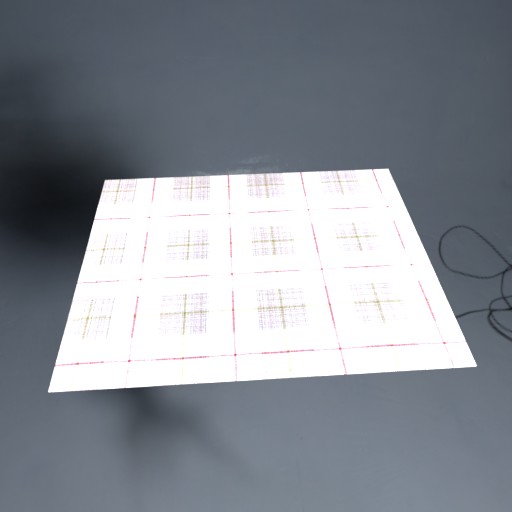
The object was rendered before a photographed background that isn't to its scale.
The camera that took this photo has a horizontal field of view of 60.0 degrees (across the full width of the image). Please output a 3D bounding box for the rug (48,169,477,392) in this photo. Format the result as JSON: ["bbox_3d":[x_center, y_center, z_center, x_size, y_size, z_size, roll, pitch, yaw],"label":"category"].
[{"bbox_3d":[0.000,0.000,3.842,2.959,0.016,2.317,-3,47,-3],"label":"rug"}]
